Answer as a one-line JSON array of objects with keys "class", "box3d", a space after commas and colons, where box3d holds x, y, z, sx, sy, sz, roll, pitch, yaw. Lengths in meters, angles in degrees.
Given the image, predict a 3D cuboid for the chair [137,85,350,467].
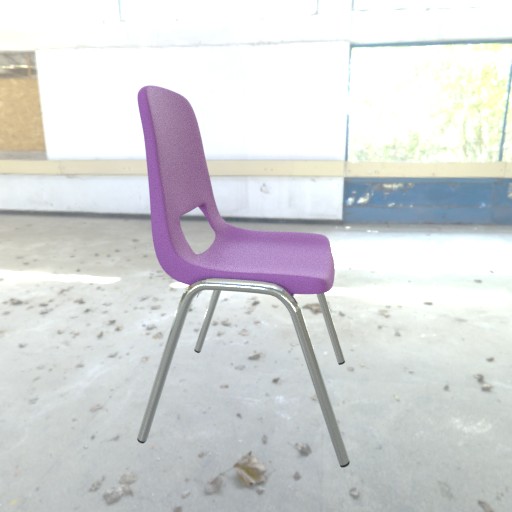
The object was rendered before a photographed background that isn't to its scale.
[{"class": "chair", "box3d": [0.000, 0.000, 0.683, 0.301, 0.493, 0.291, 3, 16, 9]}]
